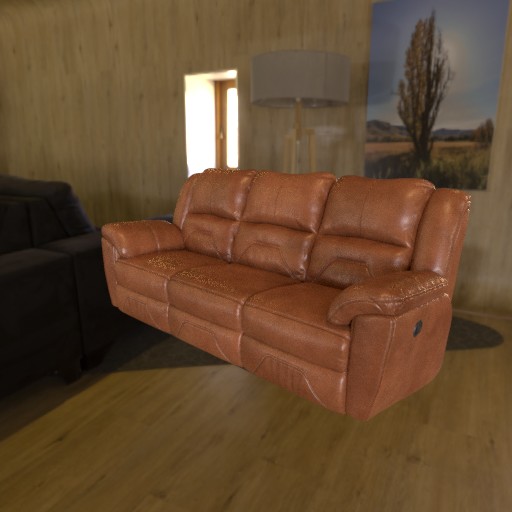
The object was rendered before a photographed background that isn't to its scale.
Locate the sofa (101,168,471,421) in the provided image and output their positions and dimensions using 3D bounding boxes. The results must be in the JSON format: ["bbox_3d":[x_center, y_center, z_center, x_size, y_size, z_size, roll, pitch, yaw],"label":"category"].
[{"bbox_3d":[0.000,0.000,2.824,2.337,1.043,0.991,13,19,42],"label":"sofa"}]
